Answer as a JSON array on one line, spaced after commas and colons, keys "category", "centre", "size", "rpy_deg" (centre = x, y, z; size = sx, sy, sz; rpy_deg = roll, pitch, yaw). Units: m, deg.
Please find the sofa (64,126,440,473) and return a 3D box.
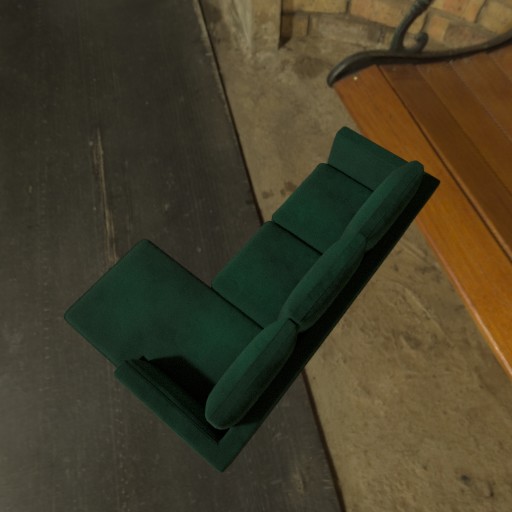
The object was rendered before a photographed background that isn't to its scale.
[{"category": "sofa", "centre": [0.000, 0.000, 3.190], "size": [1.489, 1.007, 2.441], "rpy_deg": [36, 69, 16]}]
